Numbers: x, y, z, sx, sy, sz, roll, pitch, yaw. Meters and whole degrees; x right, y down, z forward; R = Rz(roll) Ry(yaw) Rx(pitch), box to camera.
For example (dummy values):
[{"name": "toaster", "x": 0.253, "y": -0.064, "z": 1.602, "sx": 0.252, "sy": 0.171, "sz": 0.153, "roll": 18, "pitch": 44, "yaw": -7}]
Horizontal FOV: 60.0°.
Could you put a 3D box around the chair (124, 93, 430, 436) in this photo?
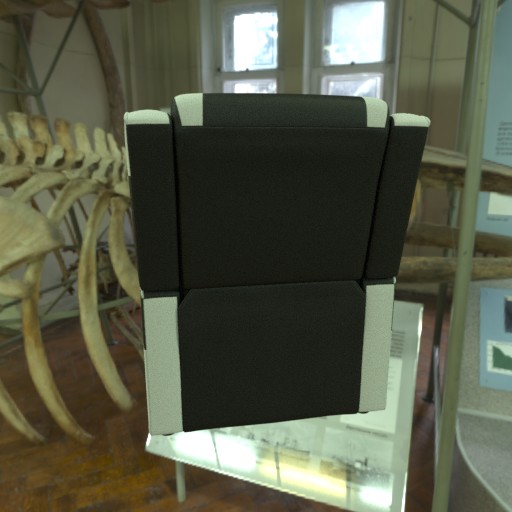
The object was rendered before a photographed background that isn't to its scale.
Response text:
[{"name": "chair", "x": 0.000, "y": 0.000, "z": 1.253, "sx": 0.620, "sy": 0.805, "sz": 0.672, "roll": -3, "pitch": 14, "yaw": -10}]
